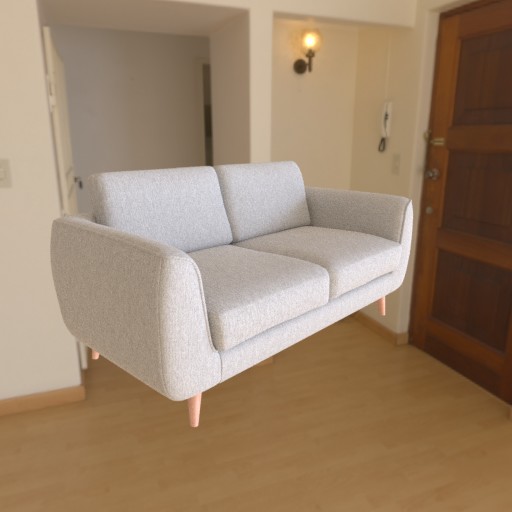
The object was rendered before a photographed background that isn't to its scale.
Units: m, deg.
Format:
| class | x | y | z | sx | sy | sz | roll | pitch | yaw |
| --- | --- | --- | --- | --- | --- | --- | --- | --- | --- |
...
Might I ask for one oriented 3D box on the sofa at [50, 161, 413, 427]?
| class | x | y | z | sx | sy | sz | roll | pitch | yaw |
| --- | --- | --- | --- | --- | --- | --- | --- | --- | --- |
| sofa | 0.000 | 0.000 | 2.181 | 0.920 | 0.850 | 1.700 | 14 | 20 | 41 |
